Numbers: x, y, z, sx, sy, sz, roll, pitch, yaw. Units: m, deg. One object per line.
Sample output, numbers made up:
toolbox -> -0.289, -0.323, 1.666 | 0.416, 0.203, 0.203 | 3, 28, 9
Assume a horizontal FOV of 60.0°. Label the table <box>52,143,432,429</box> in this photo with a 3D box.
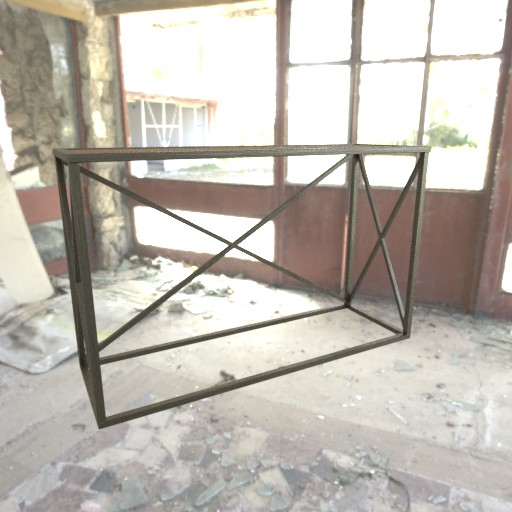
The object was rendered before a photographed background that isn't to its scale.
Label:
table -> 0.000, 0.000, 1.580 | 1.216, 0.753, 0.402 | -8, 18, -27
